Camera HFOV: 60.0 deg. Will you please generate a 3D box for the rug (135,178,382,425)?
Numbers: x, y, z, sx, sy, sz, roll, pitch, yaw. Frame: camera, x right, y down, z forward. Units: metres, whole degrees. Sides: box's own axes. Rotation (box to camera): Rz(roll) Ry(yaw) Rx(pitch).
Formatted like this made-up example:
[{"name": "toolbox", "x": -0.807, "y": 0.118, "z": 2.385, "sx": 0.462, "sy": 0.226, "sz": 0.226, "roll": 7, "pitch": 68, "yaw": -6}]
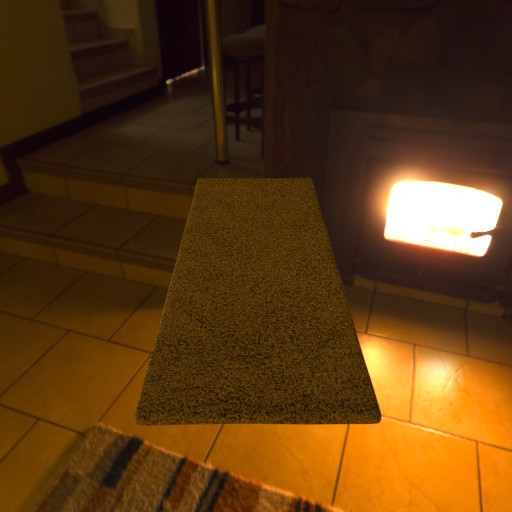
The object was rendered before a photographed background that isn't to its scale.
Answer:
[{"name": "rug", "x": 0.000, "y": 0.000, "z": 1.725, "sx": 0.609, "sy": 0.030, "sz": 1.524, "roll": 0, "pitch": 32, "yaw": 0}]
